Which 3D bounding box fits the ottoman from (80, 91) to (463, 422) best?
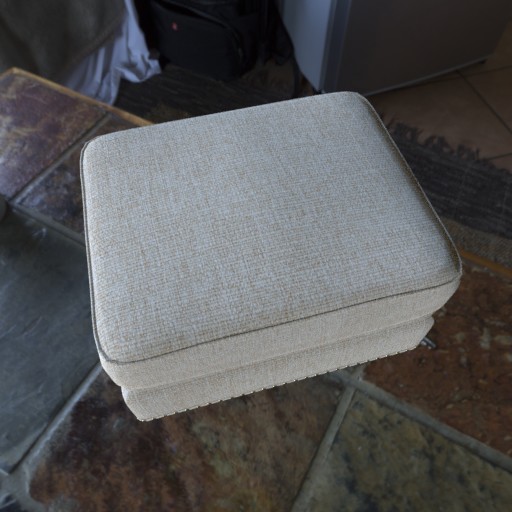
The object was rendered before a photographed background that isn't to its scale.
[{"bbox_3d":[0.000,0.000,1.108,0.738,0.537,0.589,-13,60,-8],"label":"ottoman"}]
